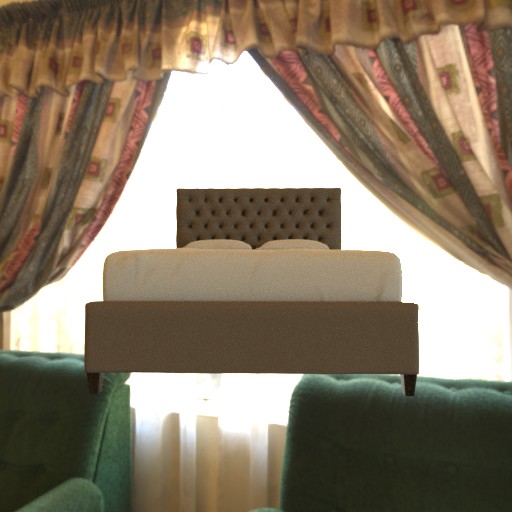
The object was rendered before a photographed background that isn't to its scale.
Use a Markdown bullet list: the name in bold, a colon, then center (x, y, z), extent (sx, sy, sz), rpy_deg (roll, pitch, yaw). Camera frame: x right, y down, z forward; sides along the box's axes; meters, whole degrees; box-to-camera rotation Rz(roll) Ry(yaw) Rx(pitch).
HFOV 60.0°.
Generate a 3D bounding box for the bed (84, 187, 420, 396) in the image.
- **bed**: center (0.000, 0.000, 3.385), extent (1.698, 1.427, 2.387), rpy_deg (0, -1, 1)
